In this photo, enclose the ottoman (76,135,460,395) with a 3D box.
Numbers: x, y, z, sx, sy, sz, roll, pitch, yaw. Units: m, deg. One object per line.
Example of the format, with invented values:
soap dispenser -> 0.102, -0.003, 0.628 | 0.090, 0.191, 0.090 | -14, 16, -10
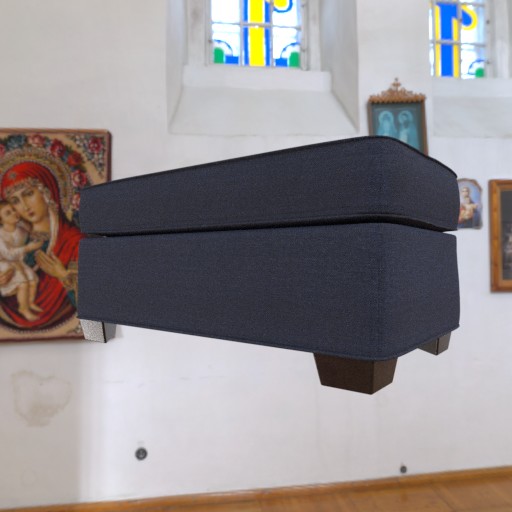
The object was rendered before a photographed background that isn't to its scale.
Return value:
ottoman -> 0.000, 0.000, 1.138 | 0.895, 0.453, 0.505 | 0, -1, 37
